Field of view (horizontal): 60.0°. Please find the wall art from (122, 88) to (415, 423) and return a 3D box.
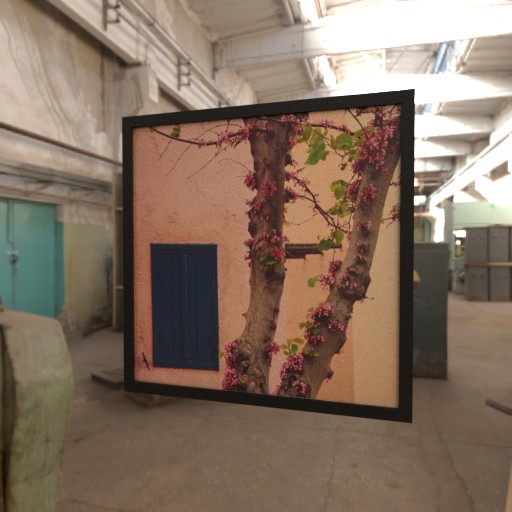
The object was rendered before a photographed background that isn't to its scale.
[{"bbox_3d":[0.000,0.000,1.137,0.762,0.762,0.038,0,1,17],"label":"wall art"}]
